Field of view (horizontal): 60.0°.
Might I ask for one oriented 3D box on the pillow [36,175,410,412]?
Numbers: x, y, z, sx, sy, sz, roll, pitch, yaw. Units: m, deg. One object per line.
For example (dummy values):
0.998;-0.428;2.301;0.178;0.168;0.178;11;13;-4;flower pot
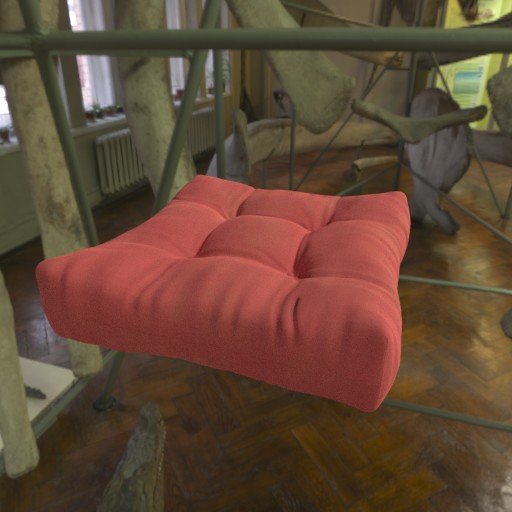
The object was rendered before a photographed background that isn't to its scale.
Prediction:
0.000;0.000;0.721;0.468;0.128;0.490;8;27;17;pillow
